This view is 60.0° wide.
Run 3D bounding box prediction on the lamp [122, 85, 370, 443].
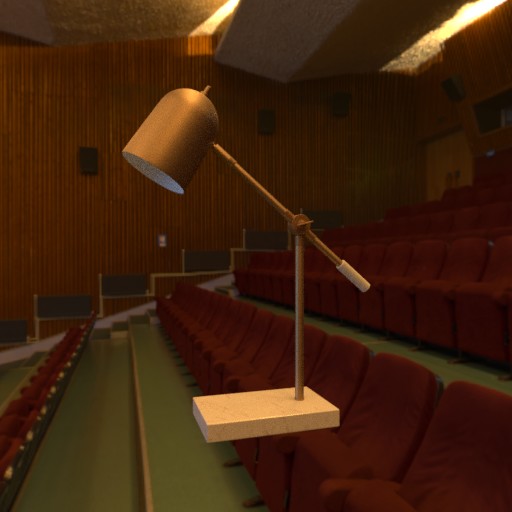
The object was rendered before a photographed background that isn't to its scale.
[{"bbox_3d":[0.000,0.000,0.813,0.471,0.603,0.144,0,0,-17],"label":"lamp"}]
